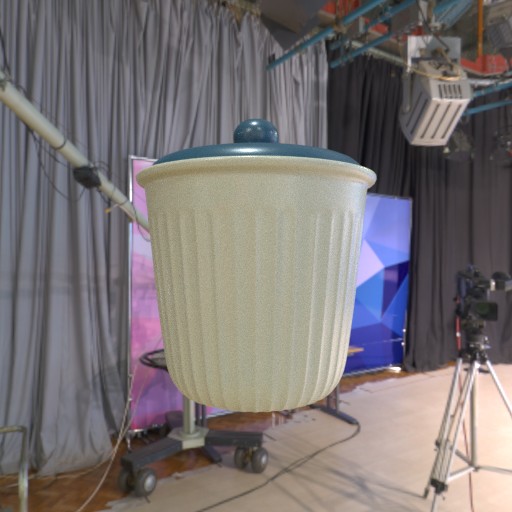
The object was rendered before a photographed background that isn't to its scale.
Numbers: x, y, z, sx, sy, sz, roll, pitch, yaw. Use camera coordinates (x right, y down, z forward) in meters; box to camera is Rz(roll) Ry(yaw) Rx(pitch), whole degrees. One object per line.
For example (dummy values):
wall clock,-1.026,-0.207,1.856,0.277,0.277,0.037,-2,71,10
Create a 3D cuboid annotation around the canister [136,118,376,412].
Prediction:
canister,0.000,0.000,0.346,0.181,0.211,0.181,0,1,0
